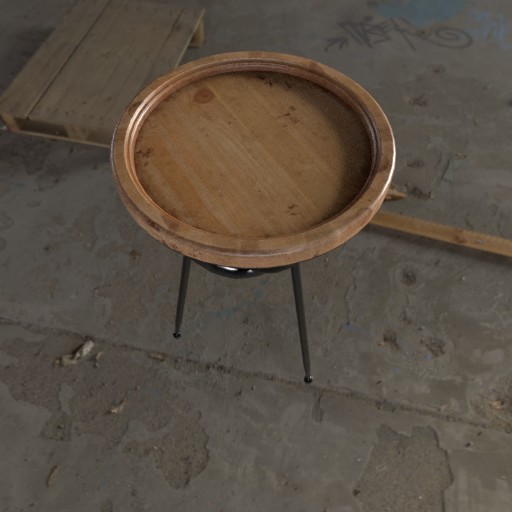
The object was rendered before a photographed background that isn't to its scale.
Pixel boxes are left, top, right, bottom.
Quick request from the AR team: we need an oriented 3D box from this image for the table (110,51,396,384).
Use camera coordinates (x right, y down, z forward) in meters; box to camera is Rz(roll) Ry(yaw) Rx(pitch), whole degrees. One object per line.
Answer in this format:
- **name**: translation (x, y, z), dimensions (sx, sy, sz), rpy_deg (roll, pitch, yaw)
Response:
- **table**: translation (0.000, 0.000, 0.920), dimensions (0.414, 0.664, 0.418), rpy_deg (28, 62, 17)
